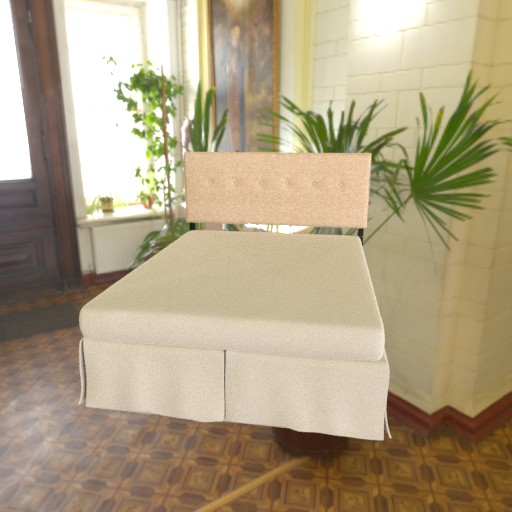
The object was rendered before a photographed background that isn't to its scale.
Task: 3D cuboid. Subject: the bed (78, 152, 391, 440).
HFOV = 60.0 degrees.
[{"bbox_3d":[0.000,0.000,2.982,1.643,1.270,1.978,3,16,9],"label":"bed"}]
